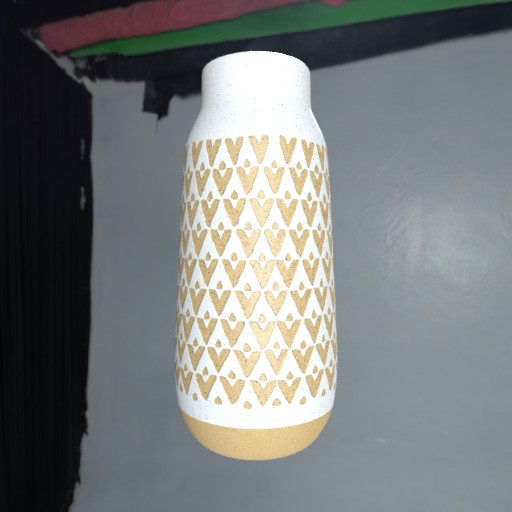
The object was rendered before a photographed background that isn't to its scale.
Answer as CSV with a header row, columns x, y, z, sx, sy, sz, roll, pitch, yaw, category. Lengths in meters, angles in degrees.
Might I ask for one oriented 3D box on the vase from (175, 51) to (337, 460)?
x,y,z,sx,sy,sz,roll,pitch,yaw,category
0.000,0.000,0.377,0.137,0.307,0.137,0,2,0,vase
